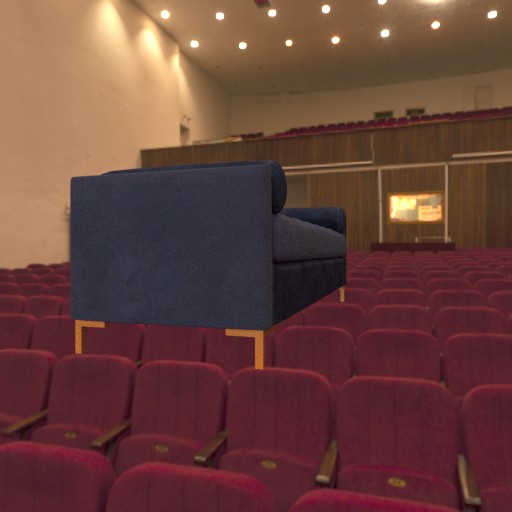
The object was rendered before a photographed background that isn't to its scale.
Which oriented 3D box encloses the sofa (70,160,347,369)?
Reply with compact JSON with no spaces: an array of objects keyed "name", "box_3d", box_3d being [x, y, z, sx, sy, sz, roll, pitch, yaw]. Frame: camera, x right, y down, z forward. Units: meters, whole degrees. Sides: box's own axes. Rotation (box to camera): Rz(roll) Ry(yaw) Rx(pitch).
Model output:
[{"name":"sofa","box_3d":[0.000,0.000,2.503,0.796,0.705,2.102,0,1,18]}]
